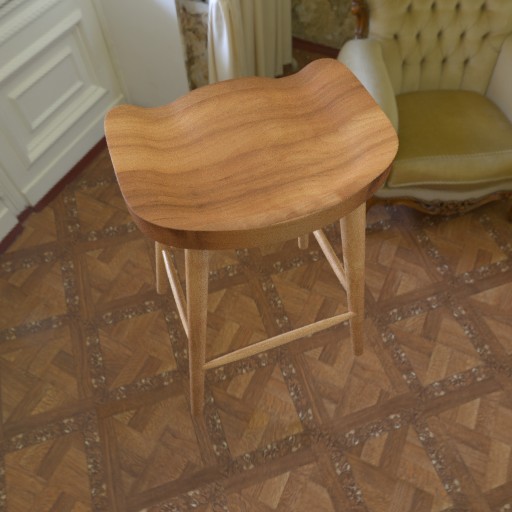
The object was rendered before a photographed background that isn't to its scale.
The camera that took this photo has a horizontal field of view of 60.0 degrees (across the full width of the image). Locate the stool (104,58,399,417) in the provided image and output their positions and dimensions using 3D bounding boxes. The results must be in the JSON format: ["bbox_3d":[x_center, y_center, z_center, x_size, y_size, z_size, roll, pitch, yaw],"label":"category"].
[{"bbox_3d":[0.000,0.000,0.887,0.440,0.615,0.361,-17,59,-11],"label":"stool"}]
